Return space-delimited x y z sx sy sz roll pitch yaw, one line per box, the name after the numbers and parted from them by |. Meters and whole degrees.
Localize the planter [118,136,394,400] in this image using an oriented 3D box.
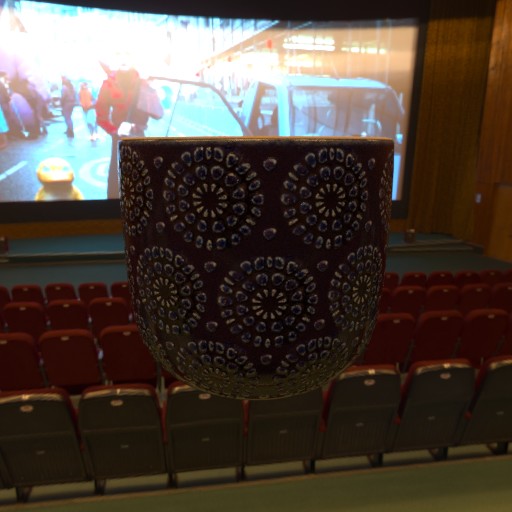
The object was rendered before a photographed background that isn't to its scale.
0.000 0.000 0.291 0.165 0.149 0.165 0 14 0 | planter
